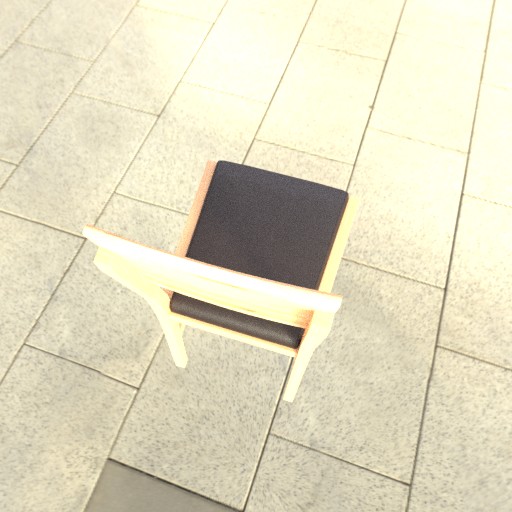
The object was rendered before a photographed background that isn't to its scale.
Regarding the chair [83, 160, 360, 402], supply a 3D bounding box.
[{"bbox_3d":[0.000,0.000,1.220,0.475,0.950,0.560,15,65,7],"label":"chair"}]
